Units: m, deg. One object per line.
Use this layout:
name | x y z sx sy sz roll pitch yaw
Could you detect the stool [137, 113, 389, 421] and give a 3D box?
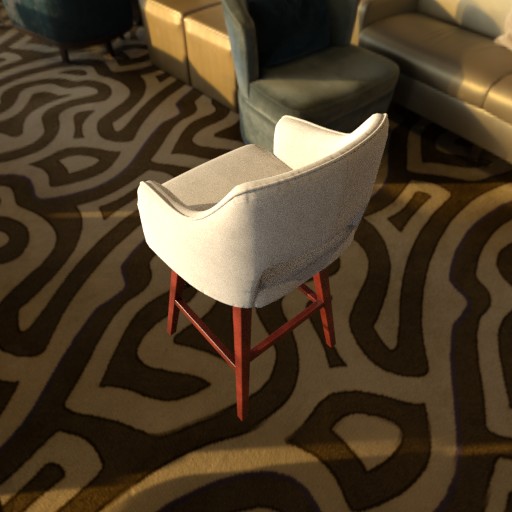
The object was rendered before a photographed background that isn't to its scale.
stool | 0.000 0.000 1.363 0.548 1.012 0.558 -32 55 -26
